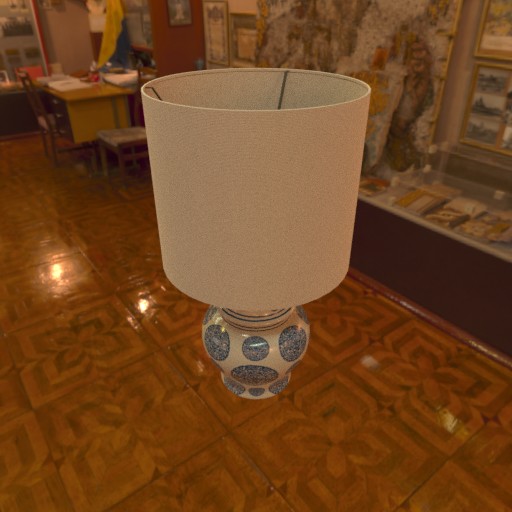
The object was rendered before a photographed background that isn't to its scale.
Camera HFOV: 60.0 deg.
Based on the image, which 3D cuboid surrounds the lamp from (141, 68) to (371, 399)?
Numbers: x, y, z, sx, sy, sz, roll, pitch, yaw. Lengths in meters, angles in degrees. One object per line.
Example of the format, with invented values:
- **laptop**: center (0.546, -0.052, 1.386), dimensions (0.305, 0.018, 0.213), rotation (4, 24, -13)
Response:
- **lamp**: center (0.000, 0.000, 0.521), dimensions (0.215, 0.381, 0.215), rotation (-20, 36, -29)
